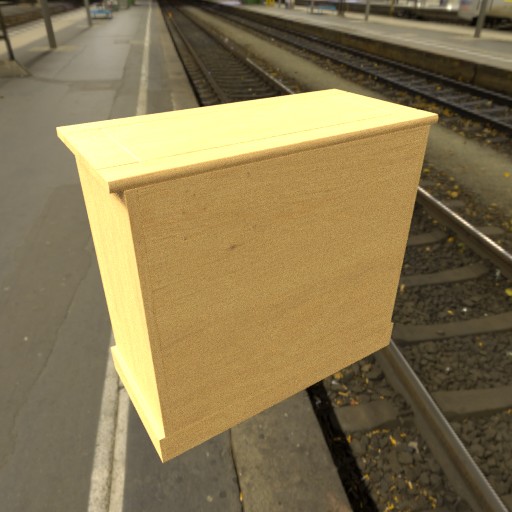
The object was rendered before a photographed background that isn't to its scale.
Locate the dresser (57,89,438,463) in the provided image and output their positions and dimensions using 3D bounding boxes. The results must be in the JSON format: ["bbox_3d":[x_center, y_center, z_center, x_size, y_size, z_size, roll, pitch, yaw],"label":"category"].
[{"bbox_3d":[0.000,0.000,1.383,0.915,0.835,0.440,-18,36,-27],"label":"dresser"}]
